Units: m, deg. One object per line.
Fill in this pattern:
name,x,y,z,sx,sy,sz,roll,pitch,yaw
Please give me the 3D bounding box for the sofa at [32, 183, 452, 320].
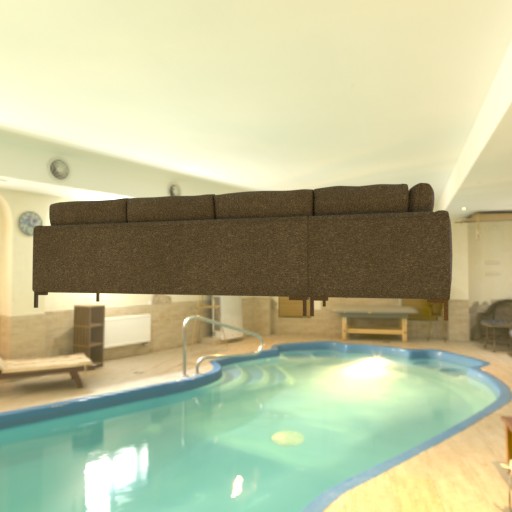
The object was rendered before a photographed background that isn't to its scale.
sofa,0.000,0.000,3.841,2.949,0.815,2.007,-1,-2,17
